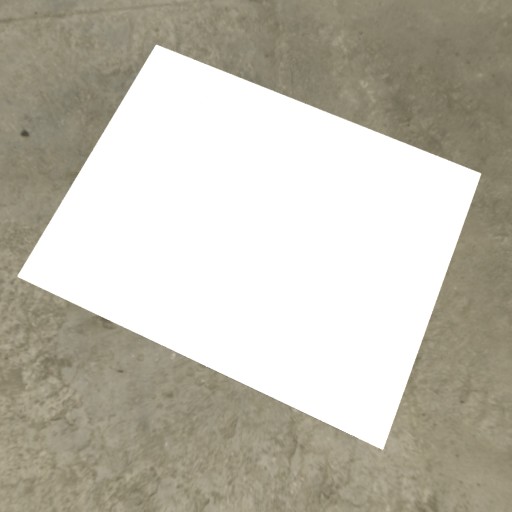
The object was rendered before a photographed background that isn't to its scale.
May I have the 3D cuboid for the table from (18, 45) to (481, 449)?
[{"bbox_3d":[0.000,0.000,0.779,0.517,0.357,0.399,24,77,6],"label":"table"}]
